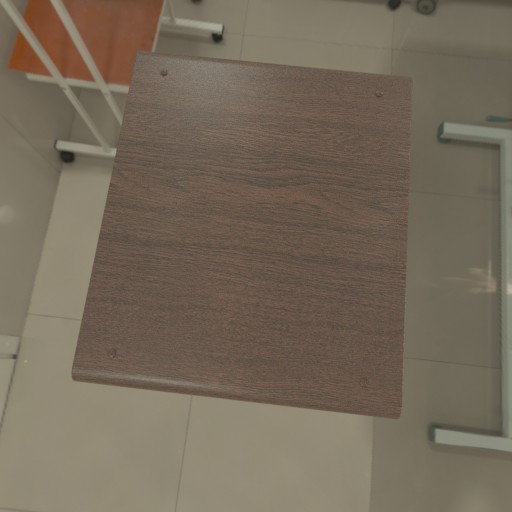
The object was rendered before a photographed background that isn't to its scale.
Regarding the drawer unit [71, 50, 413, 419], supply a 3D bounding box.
[{"bbox_3d":[0.000,0.000,0.589,0.290,0.344,0.344,6,76,2],"label":"drawer unit"}]
